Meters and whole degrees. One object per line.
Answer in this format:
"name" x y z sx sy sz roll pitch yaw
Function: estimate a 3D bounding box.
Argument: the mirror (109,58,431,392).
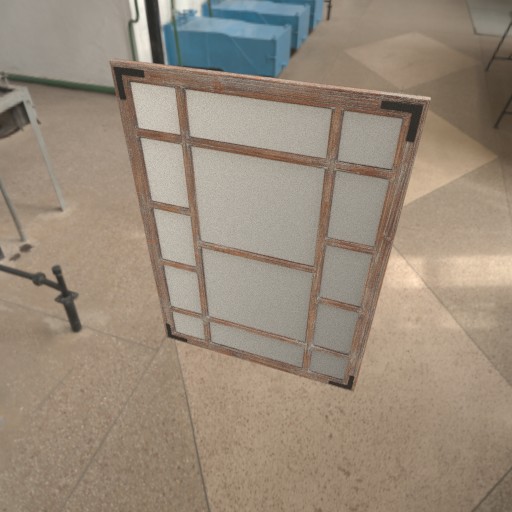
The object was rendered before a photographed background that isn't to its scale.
"mirror" 0.000 0.000 1.258 0.705 0.996 0.025 13 43 14
